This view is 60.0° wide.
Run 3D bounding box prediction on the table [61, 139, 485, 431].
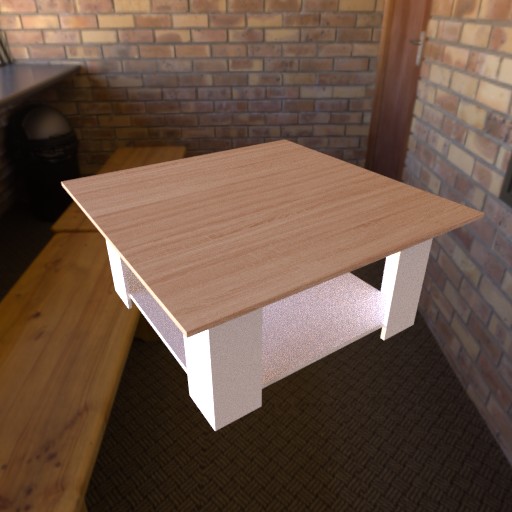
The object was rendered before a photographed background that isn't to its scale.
[{"bbox_3d":[0.000,0.000,1.055,0.670,0.305,0.670,-19,35,-29],"label":"table"}]
